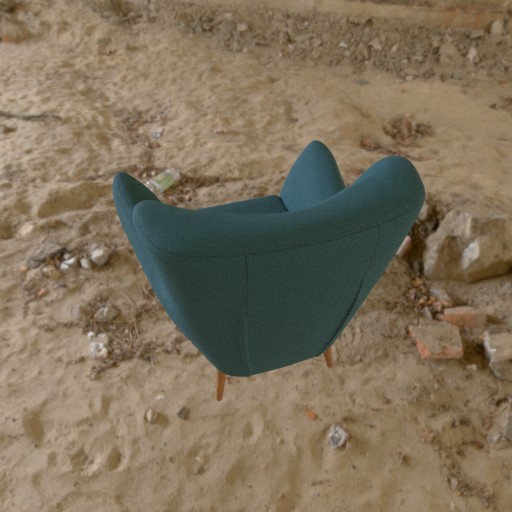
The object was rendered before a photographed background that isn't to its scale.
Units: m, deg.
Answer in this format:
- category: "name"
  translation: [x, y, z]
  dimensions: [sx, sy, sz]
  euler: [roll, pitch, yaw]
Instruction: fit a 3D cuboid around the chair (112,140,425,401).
- category: "chair"
  translation: [0.000, 0.000, 1.603]
  dimensions: [0.890, 0.889, 0.889]
  euler: [-13, 43, -14]
